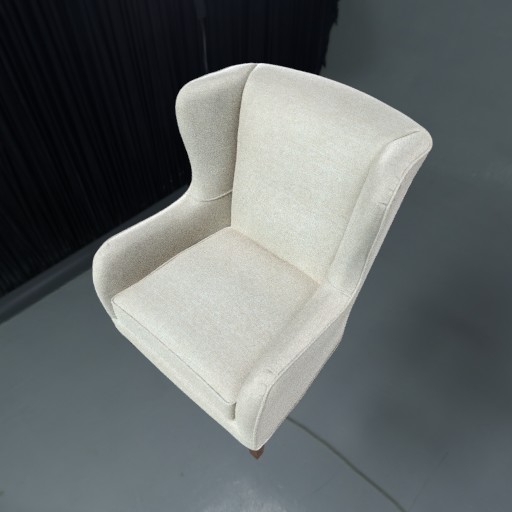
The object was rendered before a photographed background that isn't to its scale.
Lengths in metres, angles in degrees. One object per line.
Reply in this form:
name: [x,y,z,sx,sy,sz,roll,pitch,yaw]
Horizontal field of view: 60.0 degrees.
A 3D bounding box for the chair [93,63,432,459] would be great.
chair: [0.000,0.000,1.676,0.838,1.040,0.966,33,56,26]
